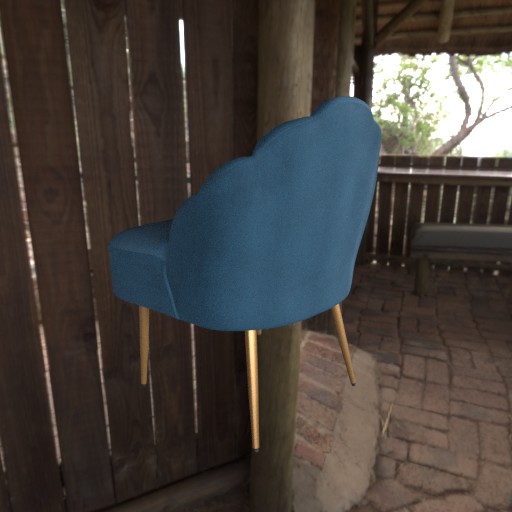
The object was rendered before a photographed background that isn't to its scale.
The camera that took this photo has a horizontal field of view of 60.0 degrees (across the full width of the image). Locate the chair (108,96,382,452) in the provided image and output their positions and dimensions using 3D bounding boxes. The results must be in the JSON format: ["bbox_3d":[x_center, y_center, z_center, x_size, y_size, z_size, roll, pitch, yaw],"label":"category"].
[{"bbox_3d":[0.000,0.000,1.253,0.657,0.819,0.599,-14,21,-43],"label":"chair"}]
